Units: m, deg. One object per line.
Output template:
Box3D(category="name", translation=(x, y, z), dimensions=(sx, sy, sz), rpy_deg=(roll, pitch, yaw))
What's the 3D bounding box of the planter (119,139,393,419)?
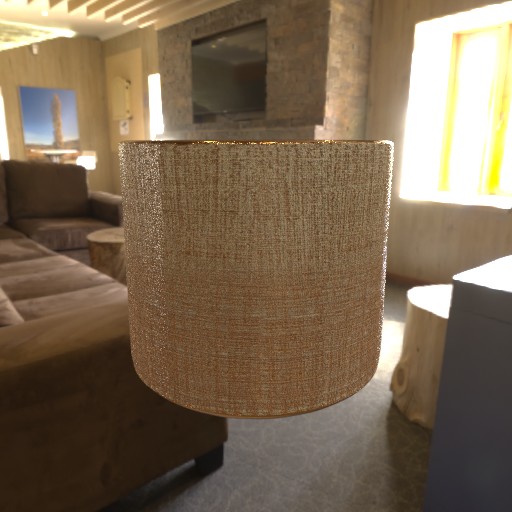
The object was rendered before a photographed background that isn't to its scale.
Box3D(category="planter", translation=(0.000, 0.000, 0.312), dimensions=(0.177, 0.157, 0.177), rpy_deg=(0, 14, 0))
